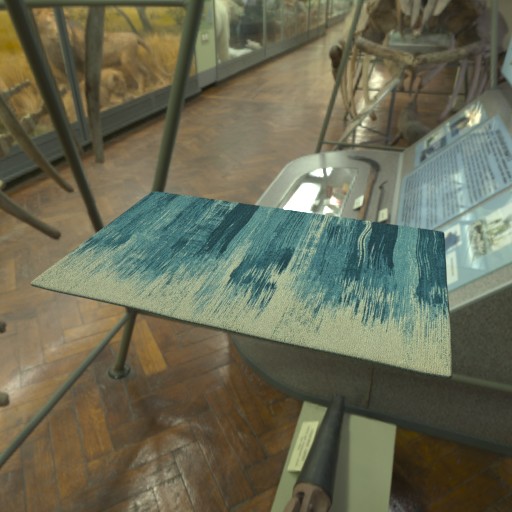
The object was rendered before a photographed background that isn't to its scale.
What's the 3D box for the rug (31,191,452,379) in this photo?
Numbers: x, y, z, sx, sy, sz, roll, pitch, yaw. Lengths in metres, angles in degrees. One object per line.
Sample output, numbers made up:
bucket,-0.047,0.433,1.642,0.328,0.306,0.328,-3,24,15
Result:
rug,0.000,0.000,3.007,2.450,0.027,1.540,10,33,16
